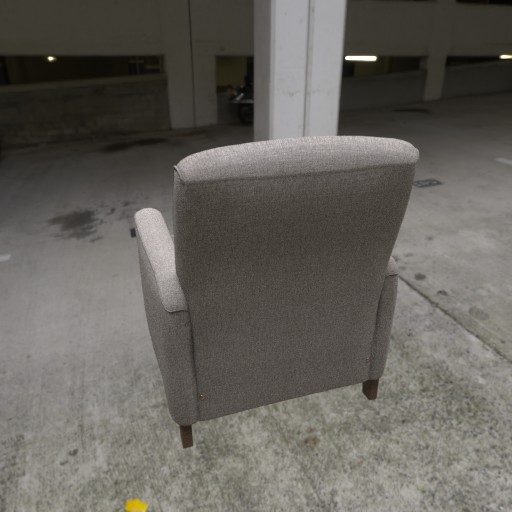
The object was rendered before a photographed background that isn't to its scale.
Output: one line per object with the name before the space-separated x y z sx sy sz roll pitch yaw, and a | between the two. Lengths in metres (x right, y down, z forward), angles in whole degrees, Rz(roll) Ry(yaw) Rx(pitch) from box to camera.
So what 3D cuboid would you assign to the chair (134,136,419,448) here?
chair | 0.000 0.000 1.679 0.848 1.014 0.864 -8 26 -17
